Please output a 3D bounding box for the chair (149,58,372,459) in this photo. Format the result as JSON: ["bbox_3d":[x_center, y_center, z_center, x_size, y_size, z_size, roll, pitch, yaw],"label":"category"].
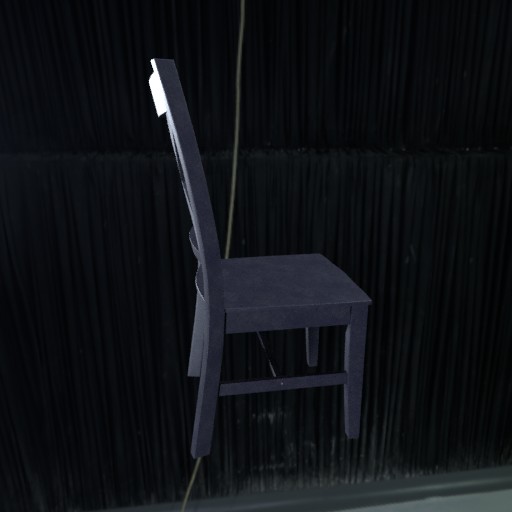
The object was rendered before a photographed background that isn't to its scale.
[{"bbox_3d":[0.000,0.000,1.288,0.542,0.983,0.485,-3,17,-9],"label":"chair"}]
